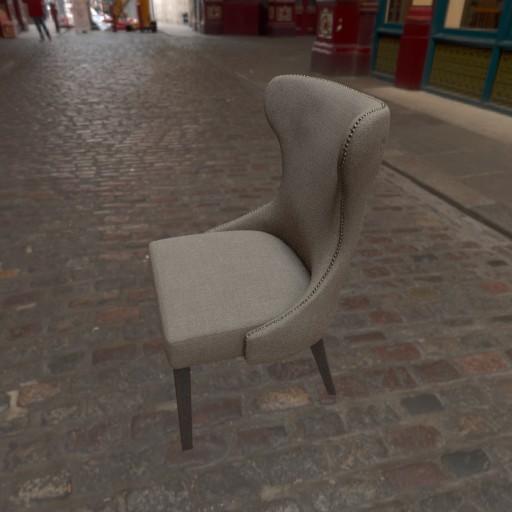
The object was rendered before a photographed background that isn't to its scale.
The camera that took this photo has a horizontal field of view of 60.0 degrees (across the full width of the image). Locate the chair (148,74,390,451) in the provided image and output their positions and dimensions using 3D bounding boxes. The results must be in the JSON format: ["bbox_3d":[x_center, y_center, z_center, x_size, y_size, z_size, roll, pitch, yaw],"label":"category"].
[{"bbox_3d":[0.000,0.000,1.372,0.635,0.967,0.628,-9,32,-14],"label":"chair"}]
